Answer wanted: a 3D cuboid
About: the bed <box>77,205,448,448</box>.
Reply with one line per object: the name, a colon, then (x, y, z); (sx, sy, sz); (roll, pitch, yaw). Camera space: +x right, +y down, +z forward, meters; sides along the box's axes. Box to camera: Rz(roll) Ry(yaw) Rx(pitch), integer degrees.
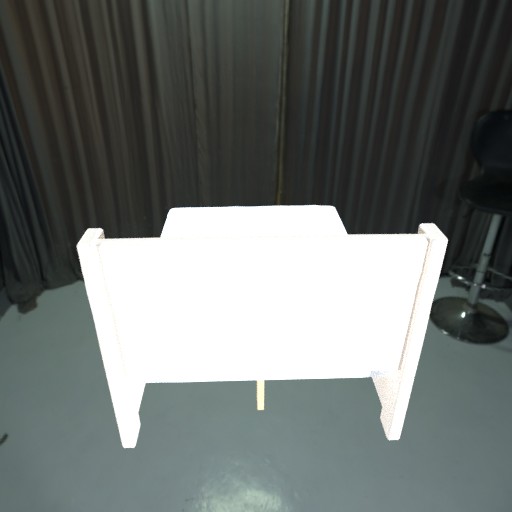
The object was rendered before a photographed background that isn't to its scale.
bed: (0.000, 0.000, 3.456); (1.778, 1.471, 2.293); (-1, 30, -2)
